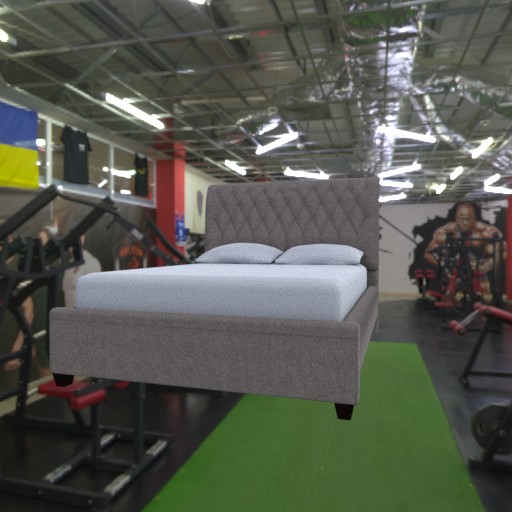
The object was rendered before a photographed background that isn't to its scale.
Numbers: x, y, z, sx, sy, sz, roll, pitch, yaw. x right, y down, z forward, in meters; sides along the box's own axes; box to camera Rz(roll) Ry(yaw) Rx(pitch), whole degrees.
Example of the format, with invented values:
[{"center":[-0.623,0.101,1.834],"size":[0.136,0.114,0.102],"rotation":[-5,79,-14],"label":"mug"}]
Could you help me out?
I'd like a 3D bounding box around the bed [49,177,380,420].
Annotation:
[{"center":[0.000,0.000,3.202],"size":[1.645,1.371,2.252],"rotation":[0,1,18],"label":"bed"}]
